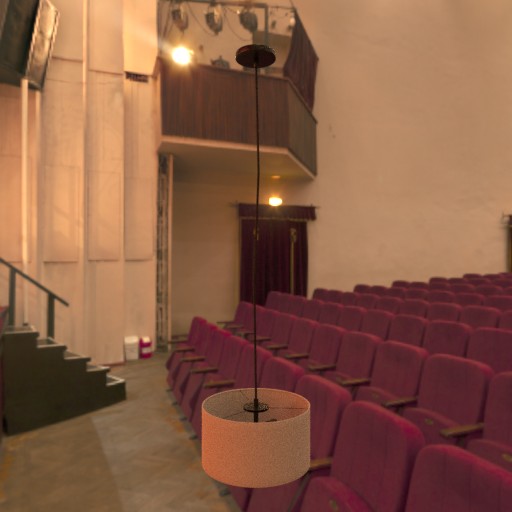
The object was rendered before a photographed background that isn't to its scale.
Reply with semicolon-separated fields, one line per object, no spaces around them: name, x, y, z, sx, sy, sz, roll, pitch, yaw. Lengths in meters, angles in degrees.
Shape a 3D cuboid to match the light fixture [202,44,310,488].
light fixture;0.000;0.000;1.652;0.399;1.516;0.399;0;-1;0
